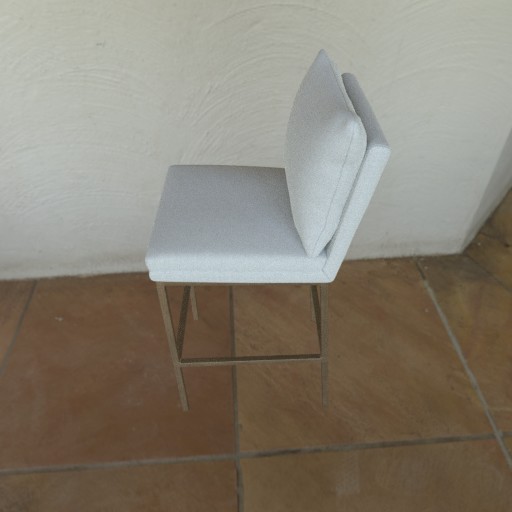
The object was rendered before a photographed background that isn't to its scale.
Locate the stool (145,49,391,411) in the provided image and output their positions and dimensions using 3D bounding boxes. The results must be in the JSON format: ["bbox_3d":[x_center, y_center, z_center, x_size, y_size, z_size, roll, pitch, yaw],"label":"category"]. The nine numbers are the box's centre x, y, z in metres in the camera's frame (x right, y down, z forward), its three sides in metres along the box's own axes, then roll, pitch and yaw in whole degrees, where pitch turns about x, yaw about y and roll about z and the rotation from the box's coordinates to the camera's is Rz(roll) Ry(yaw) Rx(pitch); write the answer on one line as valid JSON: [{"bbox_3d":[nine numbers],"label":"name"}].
[{"bbox_3d":[0.000,0.000,1.415,0.572,1.125,0.463,-1,43,-1],"label":"stool"}]
